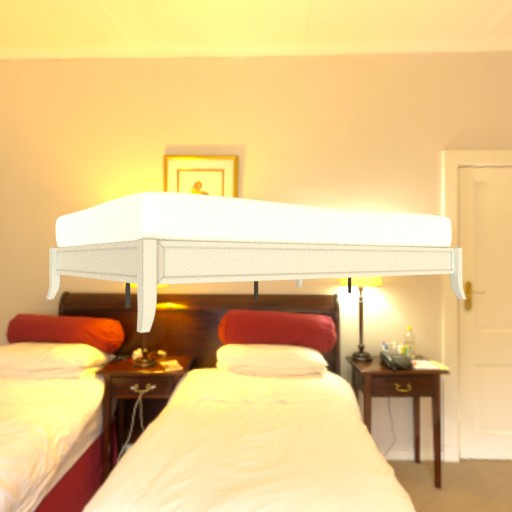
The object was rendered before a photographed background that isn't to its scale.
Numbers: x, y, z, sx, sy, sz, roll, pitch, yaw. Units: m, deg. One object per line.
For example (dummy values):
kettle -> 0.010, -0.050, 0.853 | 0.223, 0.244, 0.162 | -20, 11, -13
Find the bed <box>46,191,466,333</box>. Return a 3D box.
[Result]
bed -> 0.000, 0.000, 2.599 | 1.985, 0.510, 1.460 | 0, 0, -36
